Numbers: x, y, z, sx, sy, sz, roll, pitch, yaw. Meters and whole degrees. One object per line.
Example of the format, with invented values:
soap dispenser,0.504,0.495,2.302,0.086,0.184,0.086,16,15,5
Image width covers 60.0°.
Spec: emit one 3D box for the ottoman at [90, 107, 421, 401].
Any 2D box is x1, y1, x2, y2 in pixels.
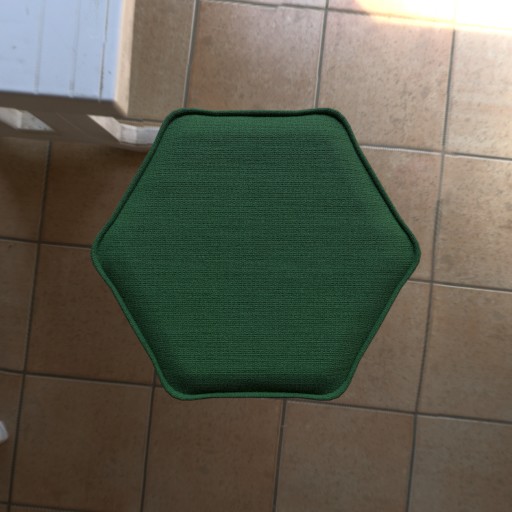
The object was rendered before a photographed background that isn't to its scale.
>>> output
ottoman,0.000,0.000,0.897,0.499,0.507,0.444,0,89,0
